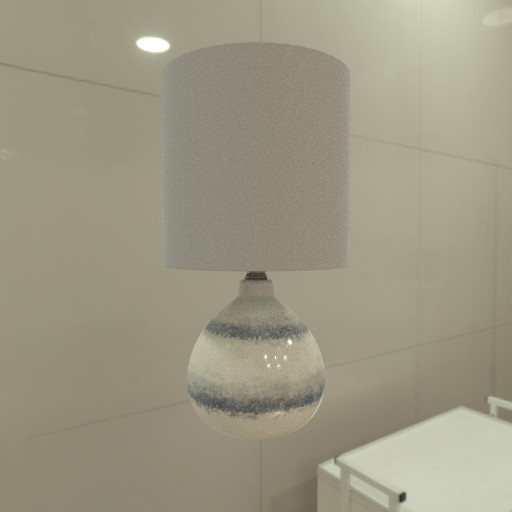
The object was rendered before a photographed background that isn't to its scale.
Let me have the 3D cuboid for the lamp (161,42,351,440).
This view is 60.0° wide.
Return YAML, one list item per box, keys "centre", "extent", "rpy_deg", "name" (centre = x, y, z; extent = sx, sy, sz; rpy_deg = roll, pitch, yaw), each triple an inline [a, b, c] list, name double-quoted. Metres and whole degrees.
- centre: [0.000, 0.000, 0.524]
  extent: [0.216, 0.404, 0.216]
  rpy_deg: [-2, 3, -36]
  name: "lamp"
